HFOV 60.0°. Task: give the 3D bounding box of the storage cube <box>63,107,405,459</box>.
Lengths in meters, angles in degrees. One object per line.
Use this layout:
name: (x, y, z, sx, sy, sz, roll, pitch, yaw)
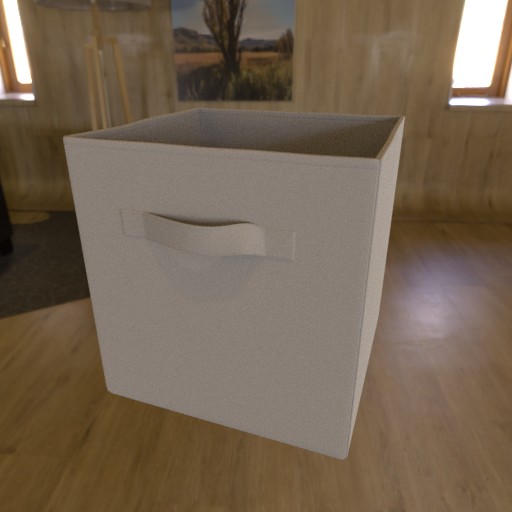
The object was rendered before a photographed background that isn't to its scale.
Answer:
storage cube: (0.000, 0.000, 0.491, 0.270, 0.280, 0.270, 9, 26, 19)
